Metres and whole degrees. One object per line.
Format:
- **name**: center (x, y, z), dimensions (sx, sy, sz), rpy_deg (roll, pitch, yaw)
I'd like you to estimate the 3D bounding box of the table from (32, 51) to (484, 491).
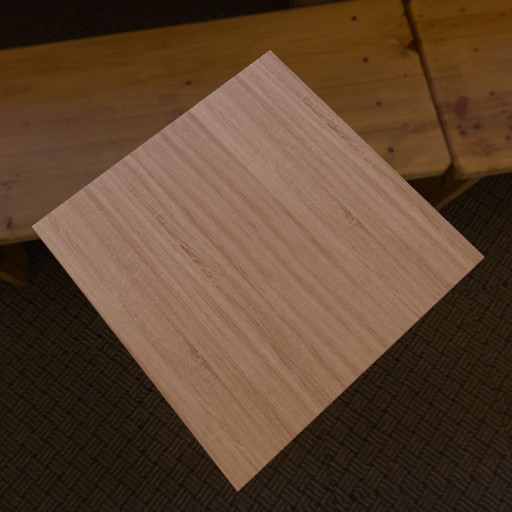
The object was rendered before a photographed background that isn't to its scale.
- **table**: center (0.000, 0.000, 1.375), dimensions (0.890, 0.305, 0.890), rpy_deg (-40, 79, -10)
